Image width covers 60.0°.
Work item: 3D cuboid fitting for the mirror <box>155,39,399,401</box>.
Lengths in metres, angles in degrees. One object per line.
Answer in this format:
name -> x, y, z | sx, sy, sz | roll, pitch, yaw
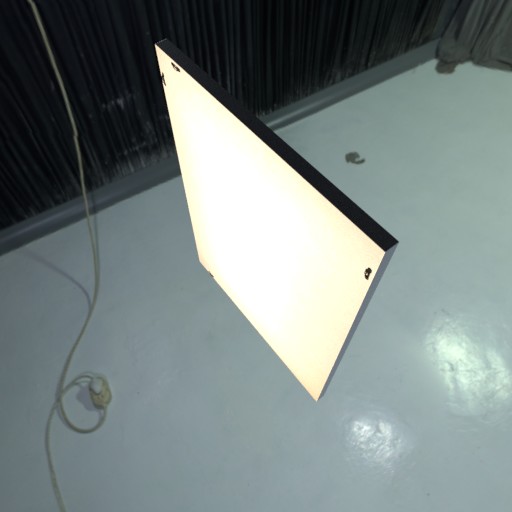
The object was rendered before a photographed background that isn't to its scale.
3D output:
mirror -> 0.000, 0.000, 1.355 | 0.040, 1.016, 0.762 | -33, 64, -19
